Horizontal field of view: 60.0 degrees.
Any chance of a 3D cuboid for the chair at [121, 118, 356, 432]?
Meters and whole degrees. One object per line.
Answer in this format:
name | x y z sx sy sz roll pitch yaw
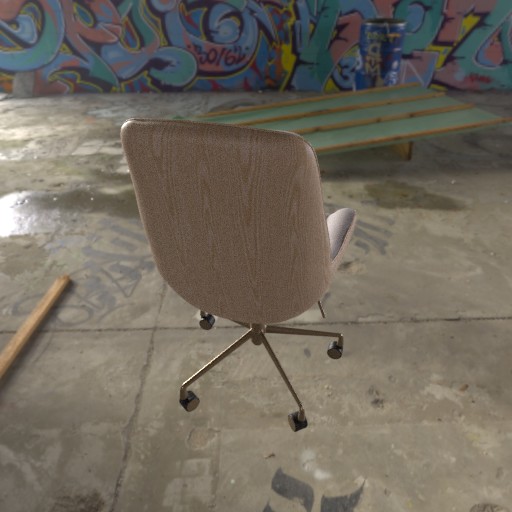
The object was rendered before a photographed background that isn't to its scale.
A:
chair | 0.000 0.000 1.330 0.564 0.952 0.668 10 33 15
